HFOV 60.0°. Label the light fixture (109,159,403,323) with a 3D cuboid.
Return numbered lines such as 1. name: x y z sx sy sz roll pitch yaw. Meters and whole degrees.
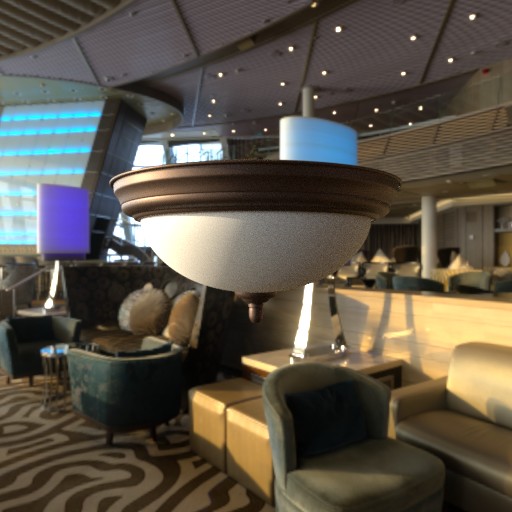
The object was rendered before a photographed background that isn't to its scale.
1. light fixture: 0.000 0.000 0.445 0.280 0.135 0.280 0 0 0
